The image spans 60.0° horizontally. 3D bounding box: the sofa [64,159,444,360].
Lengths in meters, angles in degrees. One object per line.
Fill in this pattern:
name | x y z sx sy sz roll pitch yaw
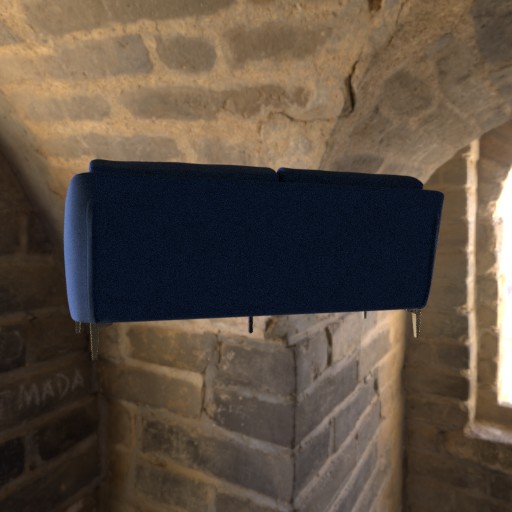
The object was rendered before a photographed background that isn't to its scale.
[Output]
sofa | 0.000 0.000 2.488 2.036 0.903 0.960 0 0 -18
